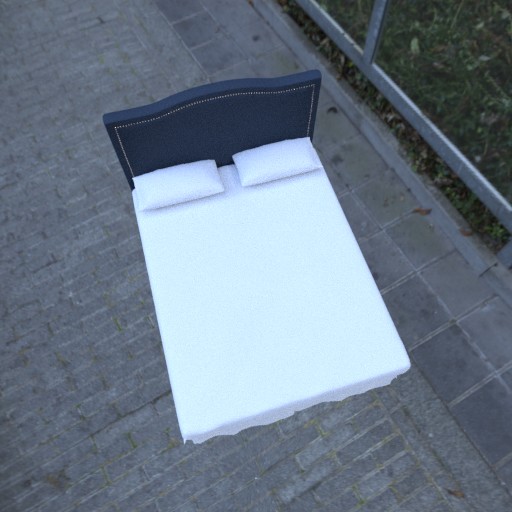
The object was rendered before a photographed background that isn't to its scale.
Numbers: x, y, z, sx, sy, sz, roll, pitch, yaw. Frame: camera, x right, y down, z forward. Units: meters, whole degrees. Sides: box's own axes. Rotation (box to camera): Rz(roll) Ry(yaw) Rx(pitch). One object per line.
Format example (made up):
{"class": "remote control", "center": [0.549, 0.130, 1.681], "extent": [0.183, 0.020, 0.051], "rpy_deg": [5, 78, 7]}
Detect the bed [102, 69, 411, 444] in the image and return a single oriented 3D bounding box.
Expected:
{"class": "bed", "center": [0.000, 0.000, 3.444], "extent": [1.821, 1.436, 2.282], "rpy_deg": [-15, 64, -7]}
